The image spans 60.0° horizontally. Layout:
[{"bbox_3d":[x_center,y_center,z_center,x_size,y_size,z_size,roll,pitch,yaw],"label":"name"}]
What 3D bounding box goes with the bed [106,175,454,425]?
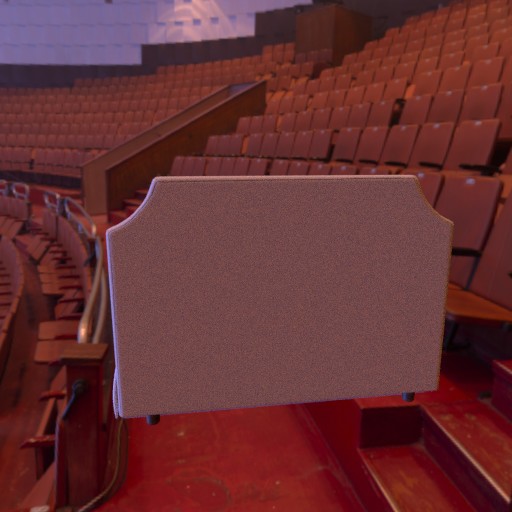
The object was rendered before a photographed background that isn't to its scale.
[{"bbox_3d":[0.000,0.000,4.161,2.350,1.590,2.773,-2,13,-9],"label":"bed"}]
